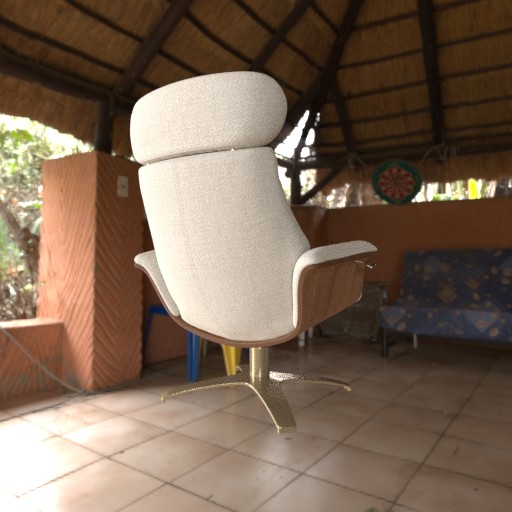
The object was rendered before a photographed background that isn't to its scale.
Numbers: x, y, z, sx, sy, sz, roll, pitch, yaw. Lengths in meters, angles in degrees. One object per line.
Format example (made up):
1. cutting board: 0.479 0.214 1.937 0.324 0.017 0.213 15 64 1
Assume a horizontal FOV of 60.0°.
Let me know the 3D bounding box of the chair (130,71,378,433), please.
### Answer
1. chair: 0.000 0.000 1.569 0.785 0.995 0.837 0 -1 34
